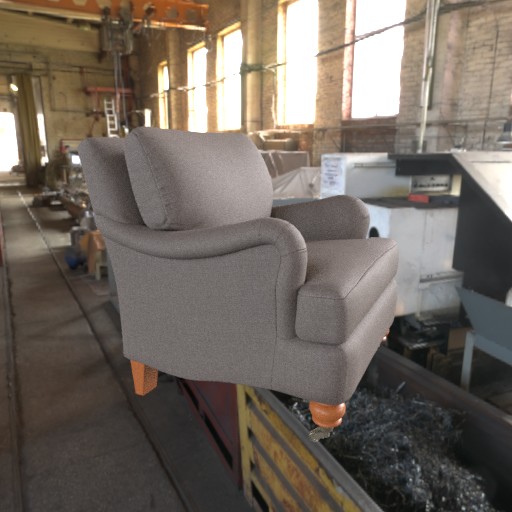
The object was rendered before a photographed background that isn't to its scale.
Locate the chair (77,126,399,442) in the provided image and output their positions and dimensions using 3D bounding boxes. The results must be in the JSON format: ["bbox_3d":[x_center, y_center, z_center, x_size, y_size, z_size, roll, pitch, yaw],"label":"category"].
[{"bbox_3d":[0.000,0.000,1.881,1.070,1.038,0.955,7,15,26],"label":"chair"}]
